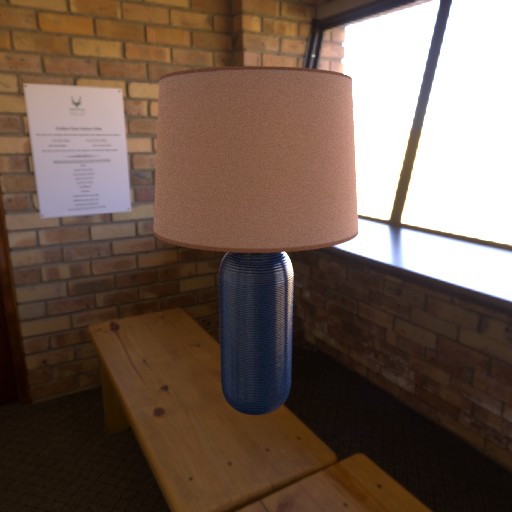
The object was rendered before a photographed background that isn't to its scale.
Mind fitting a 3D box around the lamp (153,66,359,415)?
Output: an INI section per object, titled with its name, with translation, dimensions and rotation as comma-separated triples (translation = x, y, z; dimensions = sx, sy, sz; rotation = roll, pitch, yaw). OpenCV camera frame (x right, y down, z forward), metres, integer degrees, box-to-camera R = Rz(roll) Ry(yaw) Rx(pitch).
[lamp]
translation = 0.000, 0.000, 0.825
dimensions = 0.367, 0.609, 0.367
rotation = 0, 15, 0
